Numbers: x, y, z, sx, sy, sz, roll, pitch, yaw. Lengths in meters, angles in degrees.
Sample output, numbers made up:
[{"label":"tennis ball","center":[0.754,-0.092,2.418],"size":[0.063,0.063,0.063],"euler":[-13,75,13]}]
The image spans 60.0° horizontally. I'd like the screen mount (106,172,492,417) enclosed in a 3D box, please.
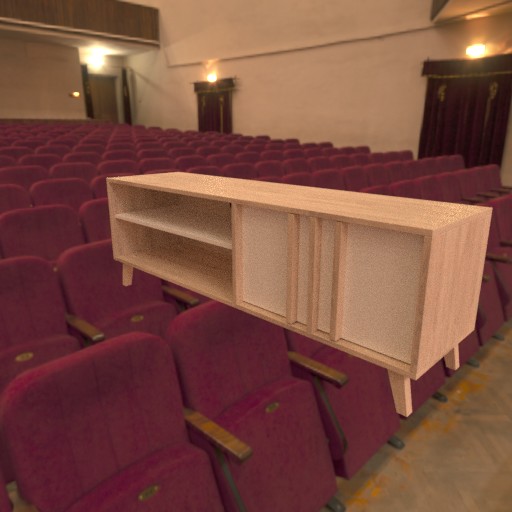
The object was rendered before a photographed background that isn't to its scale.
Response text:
[{"label":"screen mount","center":[0.000,0.000,1.704],"size":[1.500,0.510,0.400],"euler":[15,22,42]}]
